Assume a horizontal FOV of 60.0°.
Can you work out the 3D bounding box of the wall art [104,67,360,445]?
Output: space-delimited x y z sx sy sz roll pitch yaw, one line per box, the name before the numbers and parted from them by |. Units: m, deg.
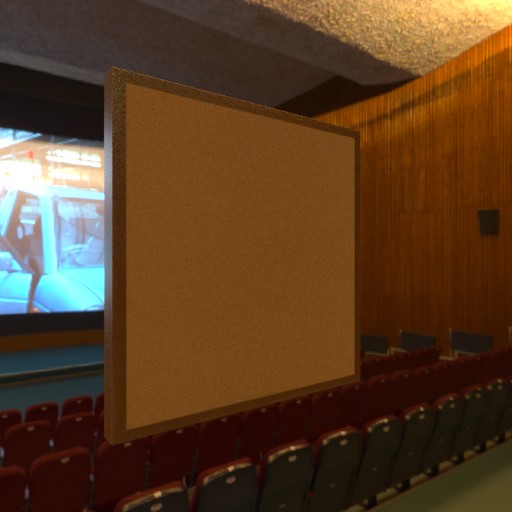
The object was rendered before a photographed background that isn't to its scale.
wall art | 0.000 0.000 0.763 0.510 0.509 0.033 0 0 -37
